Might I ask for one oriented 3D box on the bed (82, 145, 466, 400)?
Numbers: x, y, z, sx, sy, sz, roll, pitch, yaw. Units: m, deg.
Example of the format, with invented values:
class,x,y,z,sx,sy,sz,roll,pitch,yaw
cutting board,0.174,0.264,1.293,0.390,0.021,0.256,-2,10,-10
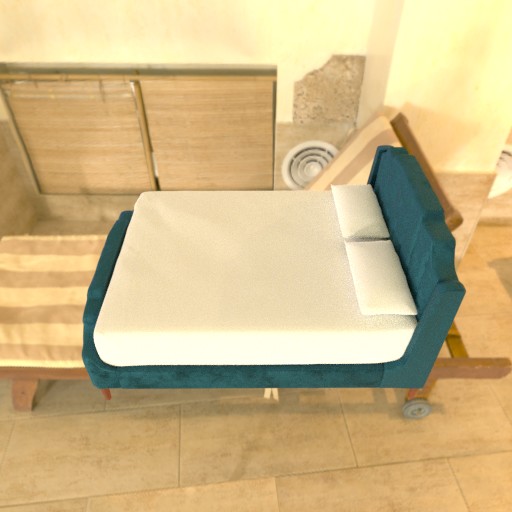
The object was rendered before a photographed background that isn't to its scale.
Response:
class,x,y,z,sx,sy,sz,roll,pitch,yaw
bed,0.000,0.000,3.355,2.322,1.338,1.678,0,42,0
